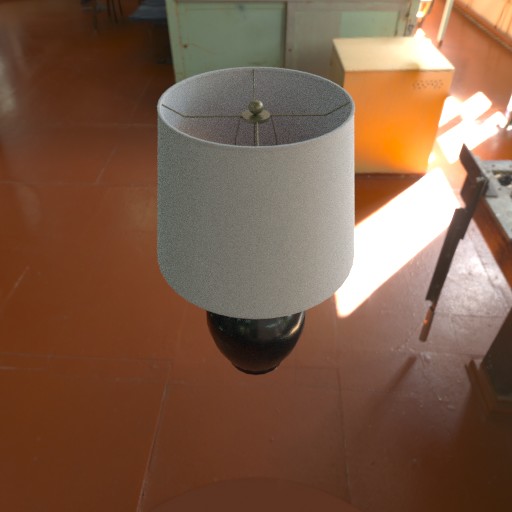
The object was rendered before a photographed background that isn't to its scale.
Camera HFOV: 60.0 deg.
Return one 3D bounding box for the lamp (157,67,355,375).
[{"bbox_3d":[0.000,0.000,0.558,0.239,0.399,0.239,0,42,0],"label":"lamp"}]
